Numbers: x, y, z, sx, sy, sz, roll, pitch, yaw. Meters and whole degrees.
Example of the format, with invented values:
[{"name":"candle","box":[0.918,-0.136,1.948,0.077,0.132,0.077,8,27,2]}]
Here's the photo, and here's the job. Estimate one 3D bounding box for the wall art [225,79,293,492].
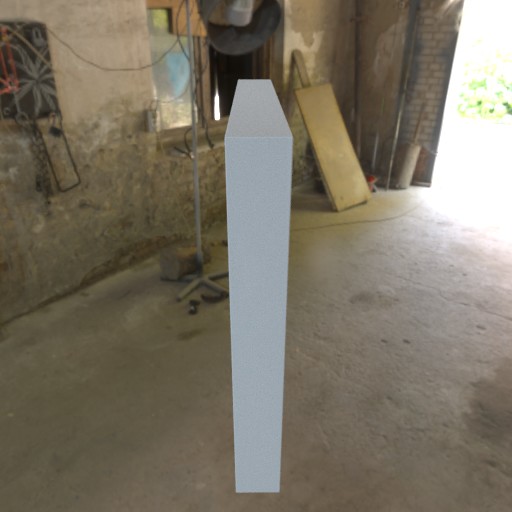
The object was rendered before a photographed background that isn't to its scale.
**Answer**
[{"name":"wall art","box":[0.000,0.000,0.450,0.038,0.305,0.305,0,27,-1]}]
